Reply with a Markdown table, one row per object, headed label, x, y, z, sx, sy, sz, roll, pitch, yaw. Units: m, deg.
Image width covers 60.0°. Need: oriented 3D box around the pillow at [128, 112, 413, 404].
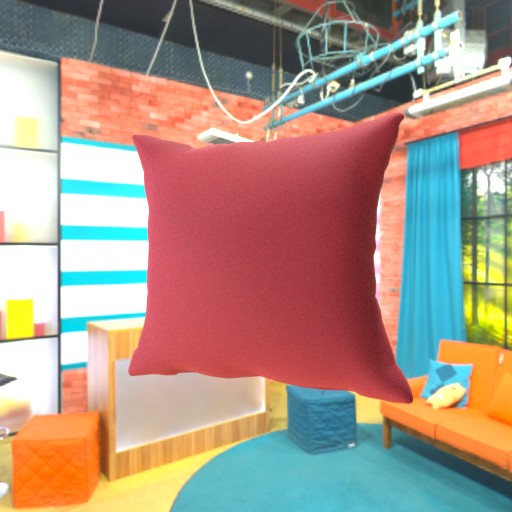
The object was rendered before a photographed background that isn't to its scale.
| label | x | y | z | sx | sy | sz | roll | pitch | yaw |
| --- | --- | --- | --- | --- | --- | --- | --- | --- | --- |
| pillow | 0.000 | 0.000 | 0.836 | 0.559 | 0.501 | 0.229 | 0 | 0 | 18 |
